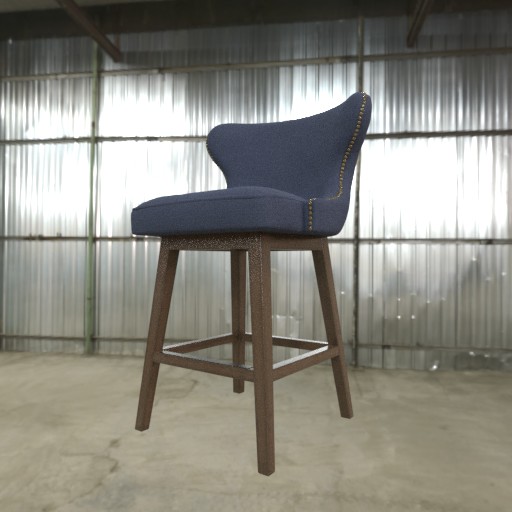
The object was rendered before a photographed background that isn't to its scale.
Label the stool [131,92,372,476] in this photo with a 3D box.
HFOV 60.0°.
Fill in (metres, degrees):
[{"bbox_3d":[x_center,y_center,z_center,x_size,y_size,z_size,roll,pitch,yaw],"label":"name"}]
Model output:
[{"bbox_3d":[0.000,0.000,1.320,0.615,0.972,0.597,0,0,36],"label":"stool"}]
